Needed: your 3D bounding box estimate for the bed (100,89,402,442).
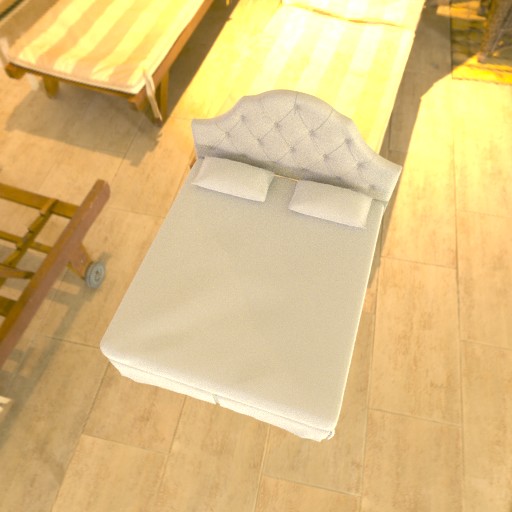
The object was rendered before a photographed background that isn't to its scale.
[{"bbox_3d":[0.000,0.000,3.672,2.008,1.615,2.214,15,60,9],"label":"bed"}]
